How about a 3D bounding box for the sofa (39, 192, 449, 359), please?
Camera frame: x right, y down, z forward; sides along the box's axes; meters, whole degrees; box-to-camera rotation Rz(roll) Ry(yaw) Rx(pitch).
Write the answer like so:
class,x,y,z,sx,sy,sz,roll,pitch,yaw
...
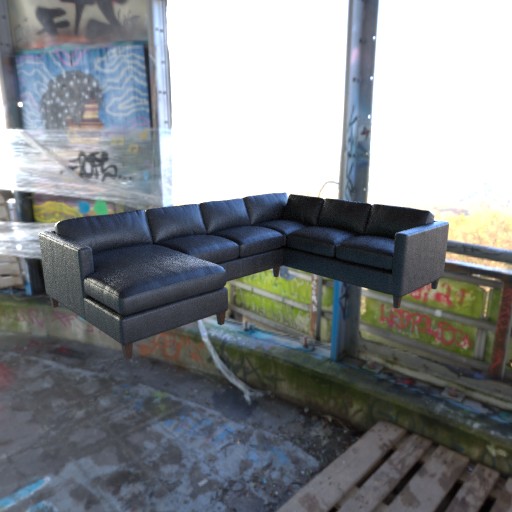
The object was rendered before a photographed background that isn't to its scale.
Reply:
class,x,y,z,sx,sy,sz,roll,pitch,yaw
sofa,0.000,0.000,4.484,3.324,0.891,2.452,-14,20,-42
